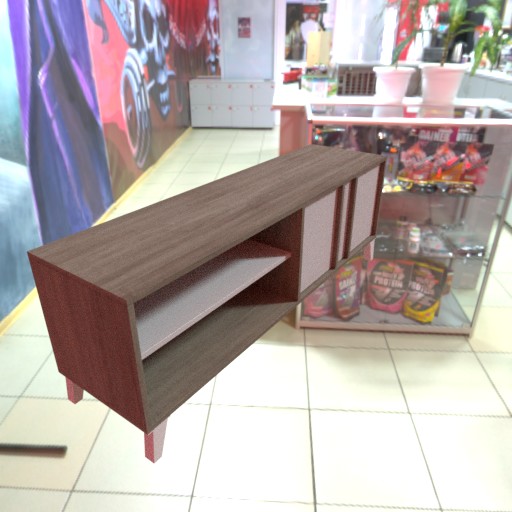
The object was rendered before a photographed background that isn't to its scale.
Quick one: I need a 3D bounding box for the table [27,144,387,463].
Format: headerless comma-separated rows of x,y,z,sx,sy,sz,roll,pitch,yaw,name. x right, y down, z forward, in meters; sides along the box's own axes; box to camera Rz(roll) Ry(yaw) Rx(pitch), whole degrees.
0.000,0.000,1.721,0.400,0.530,1.500,18,32,32,table
